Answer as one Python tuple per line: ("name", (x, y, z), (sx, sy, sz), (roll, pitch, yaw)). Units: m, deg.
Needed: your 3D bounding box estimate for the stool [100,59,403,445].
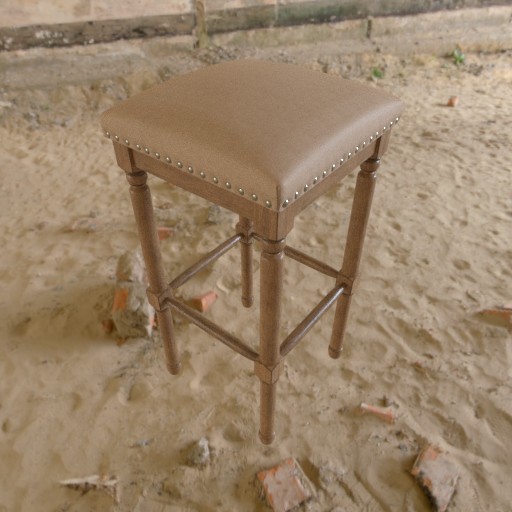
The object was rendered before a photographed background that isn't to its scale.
("stool", (0.000, 0.000, 0.980), (0.382, 0.768, 0.383), (27, 47, 28))
